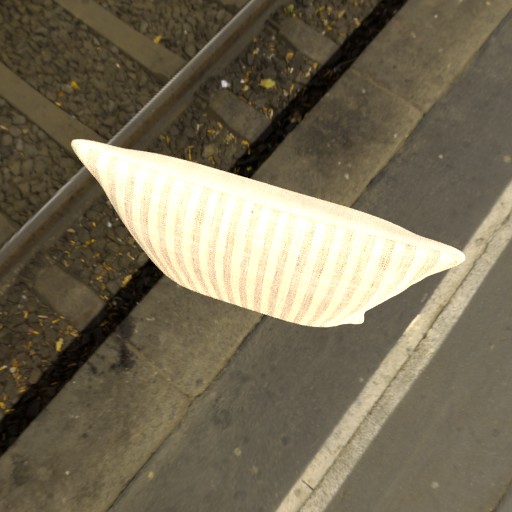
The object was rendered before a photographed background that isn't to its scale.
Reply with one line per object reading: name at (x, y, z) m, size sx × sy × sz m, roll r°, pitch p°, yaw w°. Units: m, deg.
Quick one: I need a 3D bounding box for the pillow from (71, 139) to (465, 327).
pillow at (0.000, 0.000, 0.793) m, size 0.523 × 0.510 × 0.166 m, roll 17°, pitch 75°, yaw 5°
